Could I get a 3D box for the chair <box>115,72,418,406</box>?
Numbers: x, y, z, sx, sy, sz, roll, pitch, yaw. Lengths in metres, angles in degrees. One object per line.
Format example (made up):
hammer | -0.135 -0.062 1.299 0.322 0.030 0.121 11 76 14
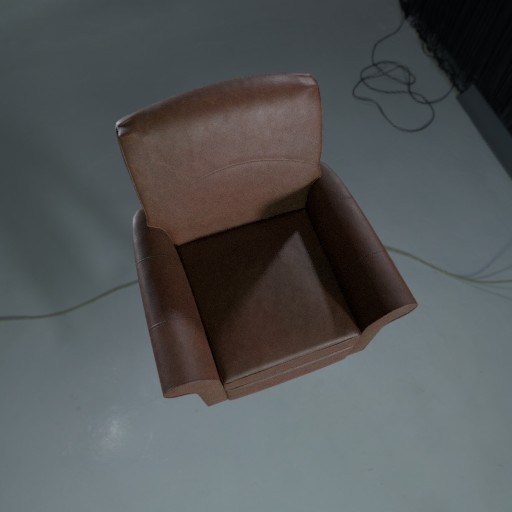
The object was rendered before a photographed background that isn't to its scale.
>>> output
chair | 0.000 0.000 1.825 0.978 1.061 0.902 -18 64 -9
